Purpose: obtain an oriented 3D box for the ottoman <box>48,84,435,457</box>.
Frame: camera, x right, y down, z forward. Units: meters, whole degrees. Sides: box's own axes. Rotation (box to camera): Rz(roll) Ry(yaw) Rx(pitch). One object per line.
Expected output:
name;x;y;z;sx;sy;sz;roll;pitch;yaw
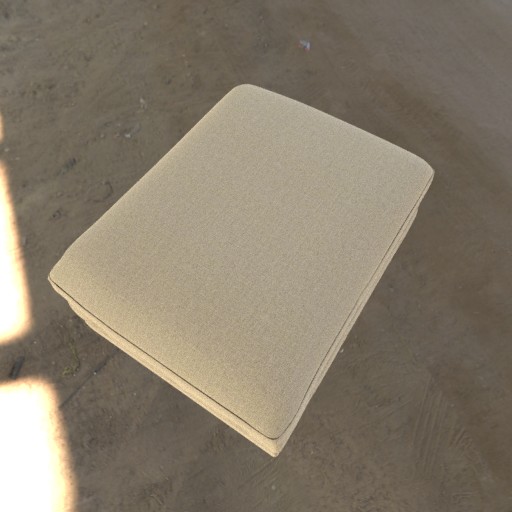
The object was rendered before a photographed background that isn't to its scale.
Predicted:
ottoman;0.000;0.000;1.026;0.541;0.463;0.684;30;63;17
